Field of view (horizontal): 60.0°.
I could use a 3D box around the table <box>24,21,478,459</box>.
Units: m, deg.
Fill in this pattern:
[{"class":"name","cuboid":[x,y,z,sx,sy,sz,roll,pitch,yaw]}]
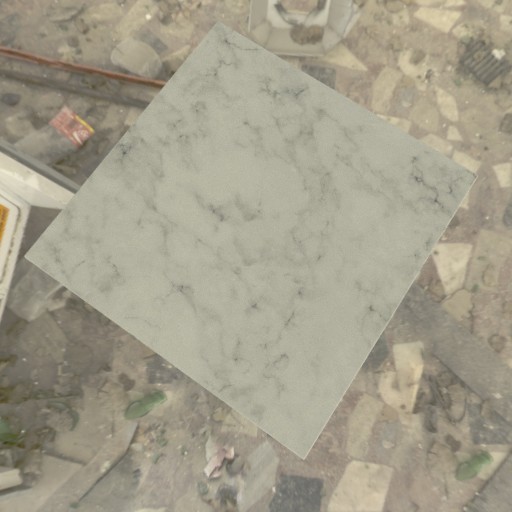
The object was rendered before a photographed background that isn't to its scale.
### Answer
[{"class":"table","cuboid":[0.000,0.000,0.852,0.450,0.500,0.450,34,79,7]}]
